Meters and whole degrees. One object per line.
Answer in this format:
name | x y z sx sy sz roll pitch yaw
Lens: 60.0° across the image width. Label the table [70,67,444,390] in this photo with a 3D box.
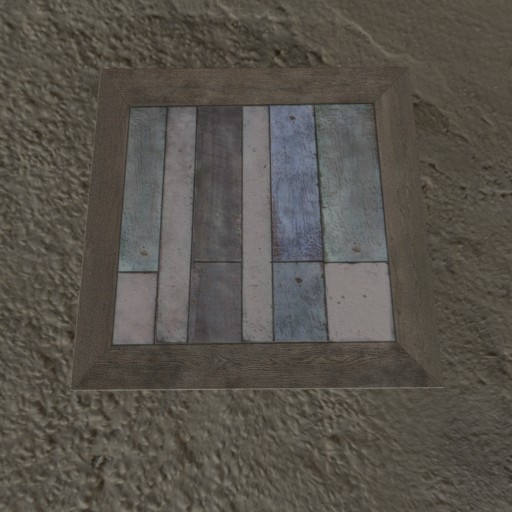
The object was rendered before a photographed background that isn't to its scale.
table | 0.000 0.000 1.093 0.610 0.610 0.610 0 75 0
